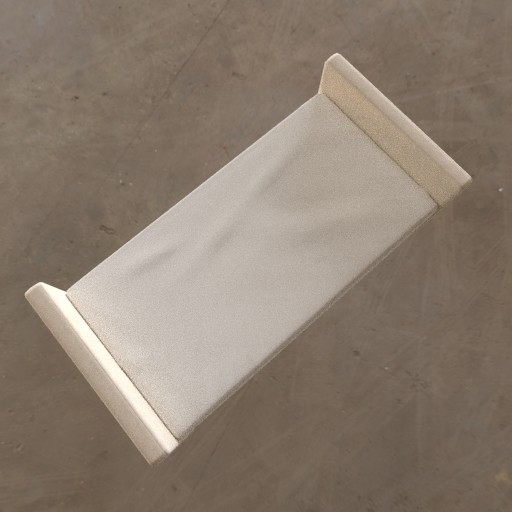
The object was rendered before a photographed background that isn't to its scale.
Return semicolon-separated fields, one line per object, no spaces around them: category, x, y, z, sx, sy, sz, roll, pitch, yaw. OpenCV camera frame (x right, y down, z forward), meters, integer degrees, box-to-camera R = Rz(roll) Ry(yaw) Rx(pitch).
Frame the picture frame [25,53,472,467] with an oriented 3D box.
picture frame;0.000;0.000;2.703;2.161;0.891;1.069;-40;79;-9
